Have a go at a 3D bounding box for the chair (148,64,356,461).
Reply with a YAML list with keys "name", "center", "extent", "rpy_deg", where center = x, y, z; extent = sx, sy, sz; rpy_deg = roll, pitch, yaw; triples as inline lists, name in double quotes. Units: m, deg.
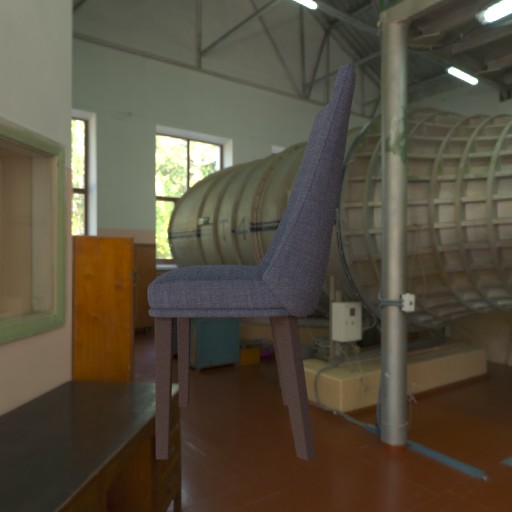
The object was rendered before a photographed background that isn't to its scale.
- name: "chair"
  center: [0.000, 0.000, 1.354]
  extent: [0.577, 1.050, 0.510]
  rpy_deg: [0, 0, -1]
